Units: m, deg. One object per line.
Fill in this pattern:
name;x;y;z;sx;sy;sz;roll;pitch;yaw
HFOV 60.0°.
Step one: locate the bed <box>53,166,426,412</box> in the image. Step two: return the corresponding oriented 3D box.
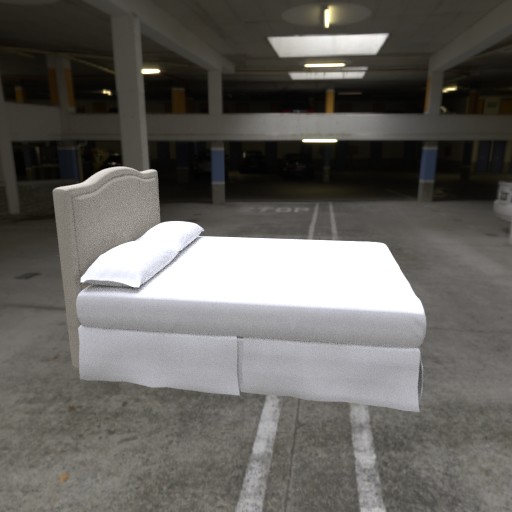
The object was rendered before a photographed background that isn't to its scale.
bed;0.000;0.000;3.709;2.477;1.437;1.977;2;15;8
